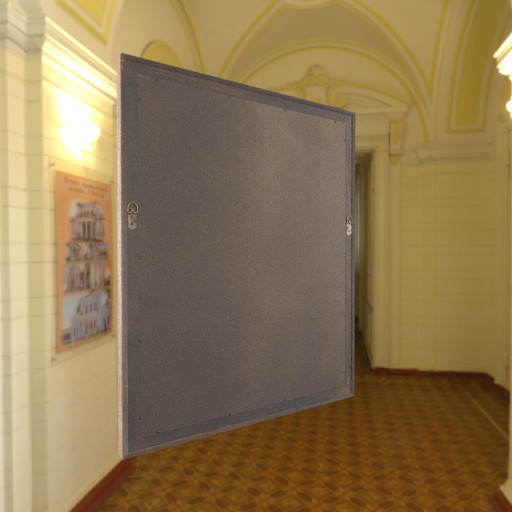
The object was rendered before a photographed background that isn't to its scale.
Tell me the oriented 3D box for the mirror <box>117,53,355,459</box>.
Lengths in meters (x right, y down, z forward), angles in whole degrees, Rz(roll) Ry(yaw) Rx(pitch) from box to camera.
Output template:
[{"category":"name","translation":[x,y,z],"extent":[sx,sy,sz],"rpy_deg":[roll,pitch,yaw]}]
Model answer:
[{"category":"mirror","translation":[0.000,0.000,1.183],"extent":[0.730,0.882,0.032],"rpy_deg":[-1,1,-35]}]
